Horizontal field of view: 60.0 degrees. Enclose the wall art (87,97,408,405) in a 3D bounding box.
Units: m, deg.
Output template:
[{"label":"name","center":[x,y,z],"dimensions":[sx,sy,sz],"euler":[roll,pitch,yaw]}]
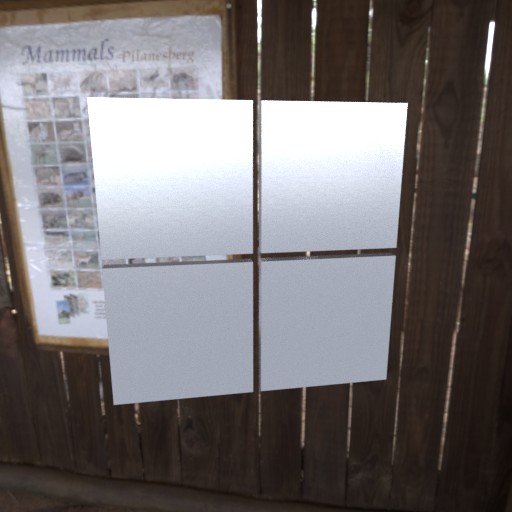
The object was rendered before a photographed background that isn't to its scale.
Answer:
[{"label":"wall art","center":[0.000,0.000,0.922],"dimensions":[0.611,0.611,0.029],"euler":[-2,14,-10]}]
